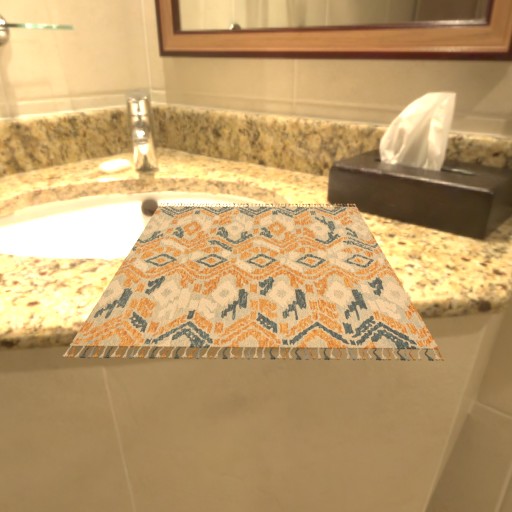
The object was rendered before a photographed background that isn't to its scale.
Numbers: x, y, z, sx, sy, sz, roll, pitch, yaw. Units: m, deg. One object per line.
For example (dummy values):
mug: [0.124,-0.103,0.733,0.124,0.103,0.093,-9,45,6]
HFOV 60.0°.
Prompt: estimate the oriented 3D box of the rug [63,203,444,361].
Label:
rug: [0.000,0.000,4.188,2.439,0.010,3.048,0,26,1]
